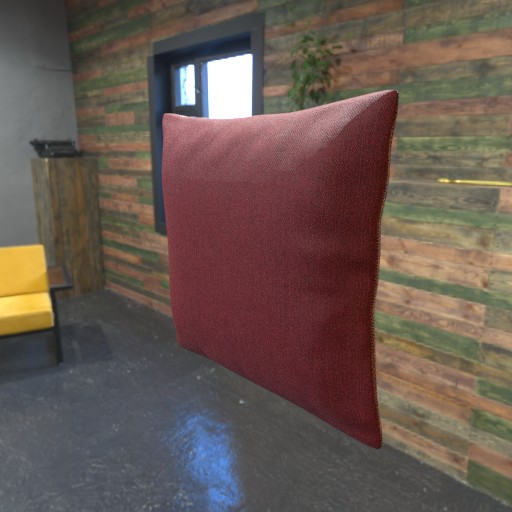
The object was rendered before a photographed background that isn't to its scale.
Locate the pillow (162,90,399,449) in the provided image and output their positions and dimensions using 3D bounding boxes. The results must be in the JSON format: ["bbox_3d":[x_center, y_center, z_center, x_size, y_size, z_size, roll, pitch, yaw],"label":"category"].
[{"bbox_3d":[0.000,0.000,0.764,0.166,0.497,0.513,-13,18,-43],"label":"pillow"}]
